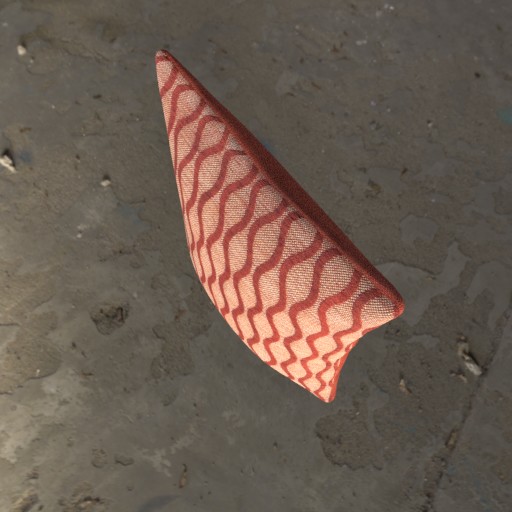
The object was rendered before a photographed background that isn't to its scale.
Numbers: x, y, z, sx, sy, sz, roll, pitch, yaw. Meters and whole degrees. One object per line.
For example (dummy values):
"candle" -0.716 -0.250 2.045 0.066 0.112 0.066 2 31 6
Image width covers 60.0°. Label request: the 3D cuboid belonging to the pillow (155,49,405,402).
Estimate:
"pillow" 0.000 0.000 0.653 0.159 0.434 0.429 -33 67 -16
